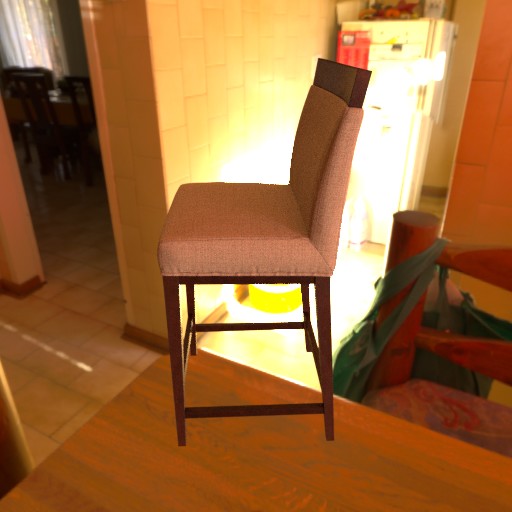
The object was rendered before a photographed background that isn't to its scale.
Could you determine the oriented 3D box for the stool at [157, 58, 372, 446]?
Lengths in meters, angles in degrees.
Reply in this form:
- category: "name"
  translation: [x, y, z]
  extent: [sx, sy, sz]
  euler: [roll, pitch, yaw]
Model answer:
- category: "stool"
  translation: [0.000, 0.000, 1.260]
  extent: [0.480, 1.011, 0.463]
  euler: [-1, 26, -2]
